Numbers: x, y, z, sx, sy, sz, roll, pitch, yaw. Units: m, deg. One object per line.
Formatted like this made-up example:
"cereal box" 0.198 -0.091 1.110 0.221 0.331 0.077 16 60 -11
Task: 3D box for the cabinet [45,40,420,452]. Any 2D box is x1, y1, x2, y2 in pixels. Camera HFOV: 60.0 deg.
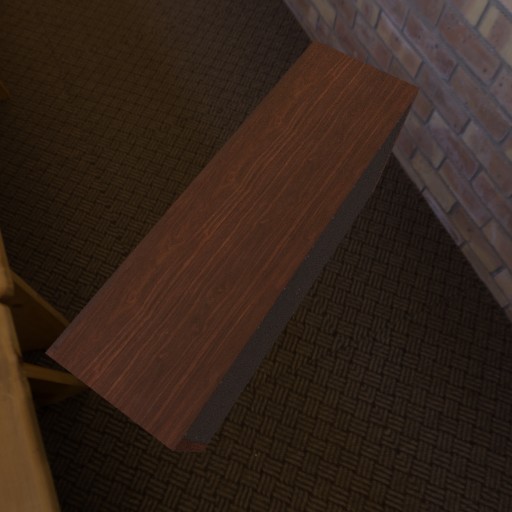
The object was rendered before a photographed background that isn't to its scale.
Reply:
"cabinet" 0.000 0.000 1.967 0.505 0.940 1.575 31 70 13
